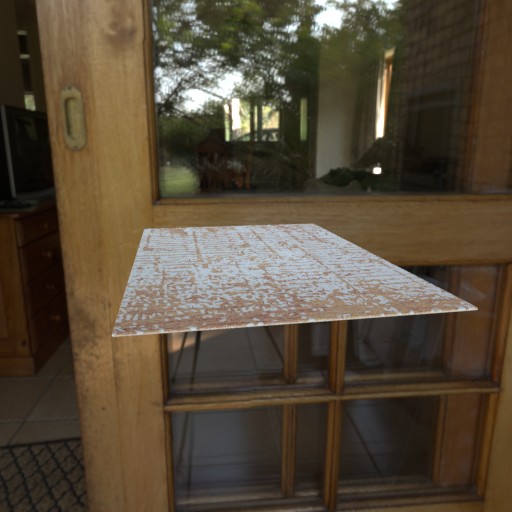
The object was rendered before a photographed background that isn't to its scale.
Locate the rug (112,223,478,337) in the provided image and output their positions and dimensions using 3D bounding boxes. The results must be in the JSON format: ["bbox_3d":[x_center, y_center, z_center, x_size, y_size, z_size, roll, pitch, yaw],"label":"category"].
[{"bbox_3d":[0.000,0.000,2.294,1.219,0.011,1.829,-3,14,-10],"label":"rug"}]
